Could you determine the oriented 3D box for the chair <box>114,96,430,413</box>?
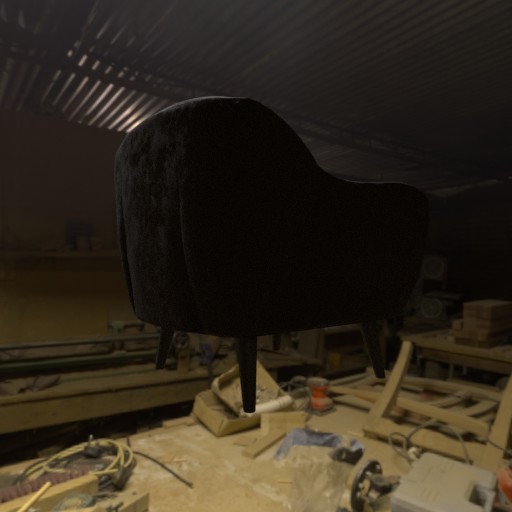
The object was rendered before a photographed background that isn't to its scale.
[{"bbox_3d":[0.000,0.000,1.507,0.819,0.807,0.840,0,0,-37],"label":"chair"}]
